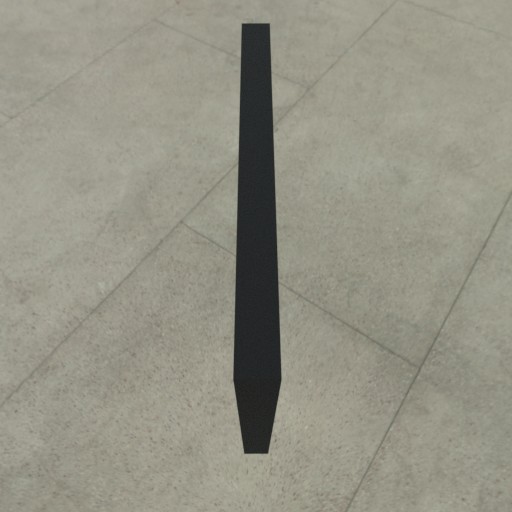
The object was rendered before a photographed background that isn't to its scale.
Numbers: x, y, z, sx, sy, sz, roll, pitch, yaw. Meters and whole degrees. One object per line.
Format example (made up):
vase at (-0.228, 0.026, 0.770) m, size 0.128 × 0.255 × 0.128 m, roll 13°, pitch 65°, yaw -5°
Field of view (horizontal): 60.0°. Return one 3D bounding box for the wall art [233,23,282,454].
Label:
wall art at (0.000, 0.000, 0.515) m, size 0.031 × 0.330 × 0.381 m, roll 0°, pitch 59°, yaw 0°
